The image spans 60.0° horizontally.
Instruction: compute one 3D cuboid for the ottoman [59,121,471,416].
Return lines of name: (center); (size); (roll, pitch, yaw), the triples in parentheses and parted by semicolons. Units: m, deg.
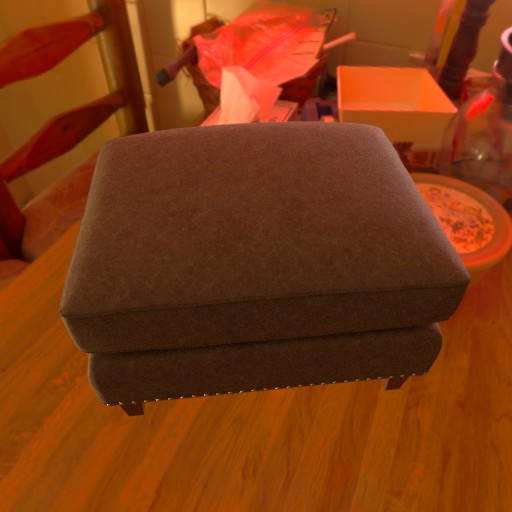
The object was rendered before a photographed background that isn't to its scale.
ottoman: (0.000, 0.000, 1.091); (0.741, 0.513, 0.584); (-4, 45, -4)
